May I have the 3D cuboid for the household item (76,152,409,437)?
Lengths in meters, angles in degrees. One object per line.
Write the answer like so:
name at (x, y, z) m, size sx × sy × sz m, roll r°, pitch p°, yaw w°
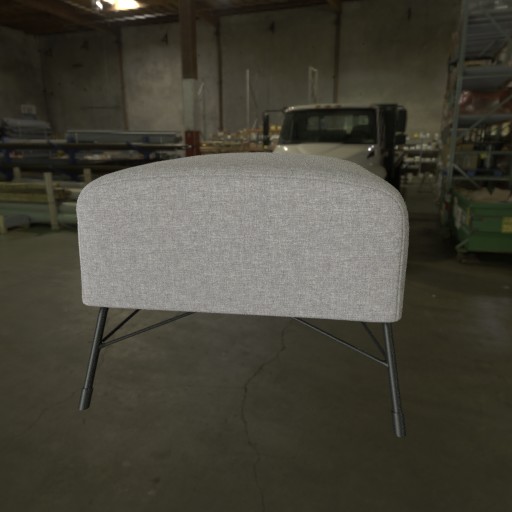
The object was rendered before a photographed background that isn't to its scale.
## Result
household item at (0.000, 0.000, 0.903) m, size 0.530 × 0.410 × 0.530 m, roll 2°, pitch 15°, yaw 7°
